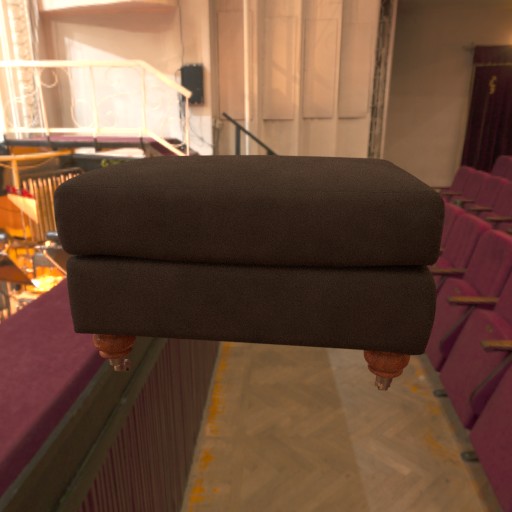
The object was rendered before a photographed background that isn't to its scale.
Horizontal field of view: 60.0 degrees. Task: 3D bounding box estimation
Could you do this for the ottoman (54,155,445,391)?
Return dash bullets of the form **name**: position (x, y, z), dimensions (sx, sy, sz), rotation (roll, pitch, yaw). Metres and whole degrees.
- **ottoman**: position (0.000, 0.000, 1.138), dimensions (0.773, 0.497, 0.574), rotation (2, 17, 7)
